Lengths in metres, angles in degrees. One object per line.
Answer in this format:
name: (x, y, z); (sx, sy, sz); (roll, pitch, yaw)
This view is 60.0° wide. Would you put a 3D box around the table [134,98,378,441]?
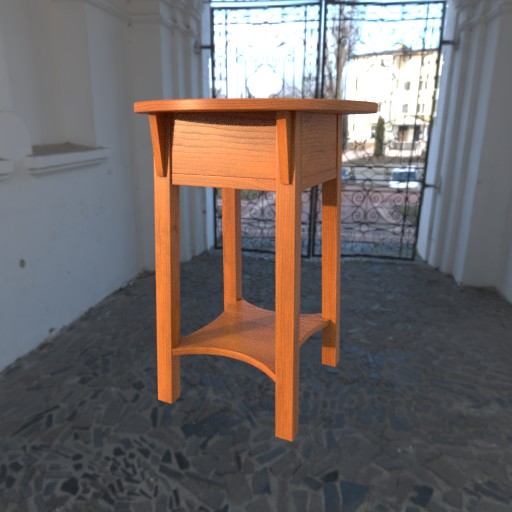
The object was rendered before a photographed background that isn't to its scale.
table: (0.000, 0.000, 0.943); (0.457, 0.610, 0.457); (0, 17, 0)
